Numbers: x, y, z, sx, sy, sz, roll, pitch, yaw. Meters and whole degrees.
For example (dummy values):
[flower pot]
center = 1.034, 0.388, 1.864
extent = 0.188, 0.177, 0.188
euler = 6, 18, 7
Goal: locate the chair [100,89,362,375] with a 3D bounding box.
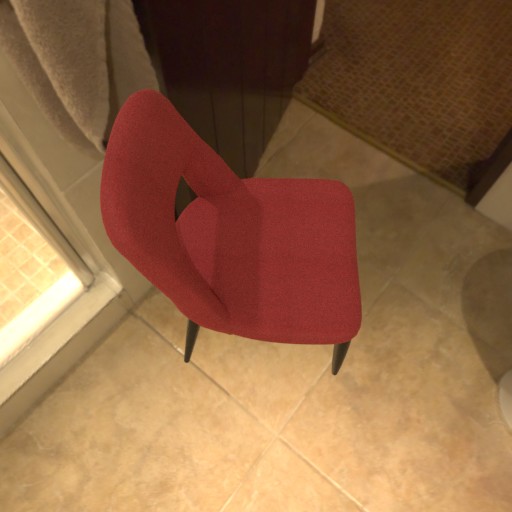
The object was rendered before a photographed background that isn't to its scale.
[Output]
[chair]
center = 0.000, 0.000, 1.206
extent = 0.569, 0.892, 0.483
euler = 2, 63, 1
